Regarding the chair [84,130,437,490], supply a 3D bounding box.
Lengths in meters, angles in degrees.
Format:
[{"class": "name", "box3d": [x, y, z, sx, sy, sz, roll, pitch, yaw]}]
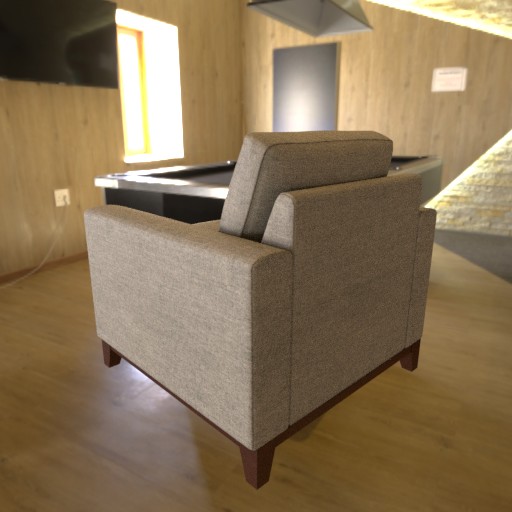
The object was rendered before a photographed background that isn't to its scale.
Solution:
[{"class": "chair", "box3d": [0.000, 0.000, 1.840, 1.024, 1.010, 1.038, -15, 23, -41]}]
